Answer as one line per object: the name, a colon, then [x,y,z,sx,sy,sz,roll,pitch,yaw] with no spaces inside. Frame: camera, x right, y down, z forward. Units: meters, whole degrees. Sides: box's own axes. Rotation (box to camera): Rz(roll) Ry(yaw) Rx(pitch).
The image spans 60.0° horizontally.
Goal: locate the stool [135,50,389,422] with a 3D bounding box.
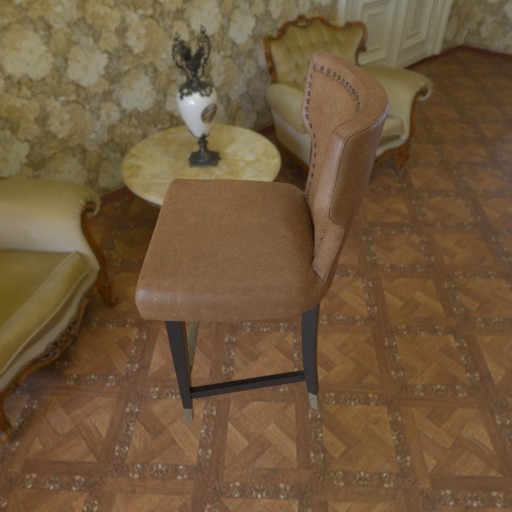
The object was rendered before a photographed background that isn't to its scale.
stool: [0.000,0.000,1.272,0.563,0.982,0.526,1,40,1]
